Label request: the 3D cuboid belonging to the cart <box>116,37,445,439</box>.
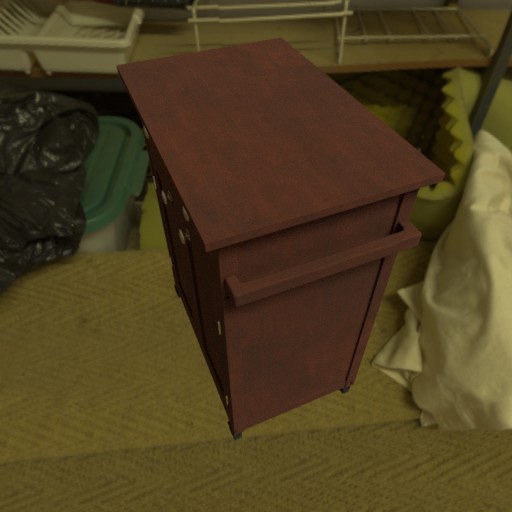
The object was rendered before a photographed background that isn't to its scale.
[{"bbox_3d":[0.000,0.000,1.230,0.442,0.864,0.683,-17,49,-16],"label":"cart"}]
